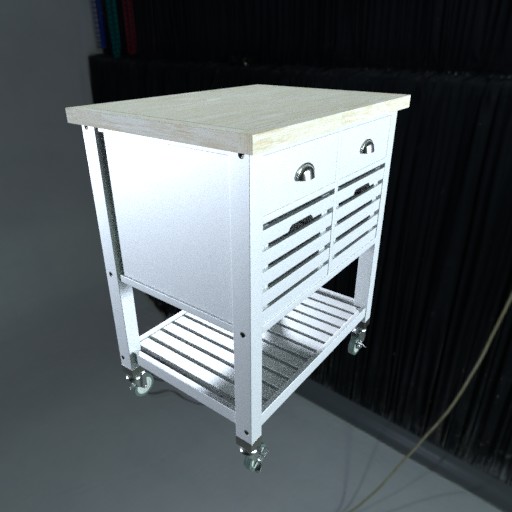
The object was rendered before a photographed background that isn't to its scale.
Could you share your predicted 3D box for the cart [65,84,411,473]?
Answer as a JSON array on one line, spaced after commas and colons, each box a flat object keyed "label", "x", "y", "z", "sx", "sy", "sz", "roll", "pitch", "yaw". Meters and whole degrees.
[{"label": "cart", "x": 0.000, "y": 0.000, "z": 1.373, "sx": 0.559, "sy": 0.914, "sz": 0.762, "roll": 18, "pitch": 31, "yaw": 33}]
